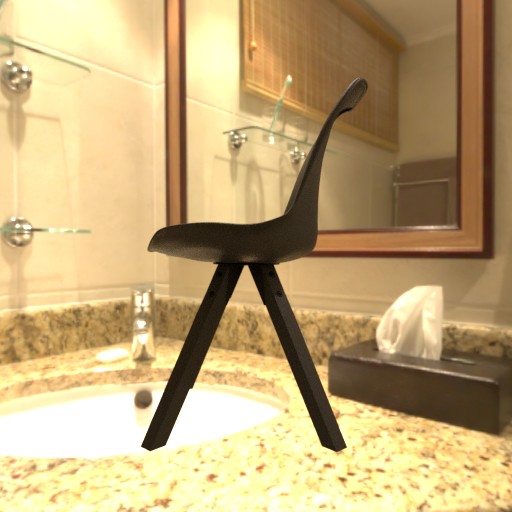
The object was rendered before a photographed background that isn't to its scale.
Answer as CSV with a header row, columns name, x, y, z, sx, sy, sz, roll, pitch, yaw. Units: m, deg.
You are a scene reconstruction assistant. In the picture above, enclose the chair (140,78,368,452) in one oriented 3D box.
name,x,y,z,sx,sy,sz,roll,pitch,yaw
chair,0.000,0.000,1.179,0.550,0.850,0.485,0,1,0
